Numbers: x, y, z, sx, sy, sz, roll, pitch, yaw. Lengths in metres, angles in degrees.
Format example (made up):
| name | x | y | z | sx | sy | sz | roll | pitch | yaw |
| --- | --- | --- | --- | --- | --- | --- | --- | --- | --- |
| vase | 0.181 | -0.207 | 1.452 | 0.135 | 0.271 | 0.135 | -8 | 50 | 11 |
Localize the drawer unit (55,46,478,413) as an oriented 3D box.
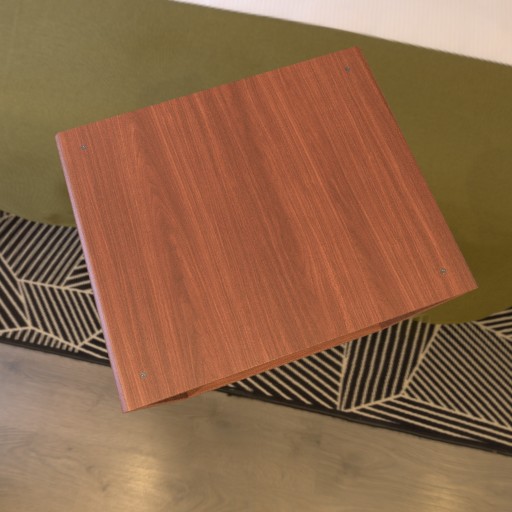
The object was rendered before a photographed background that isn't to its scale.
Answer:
| name | x | y | z | sx | sy | sz | roll | pitch | yaw |
| --- | --- | --- | --- | --- | --- | --- | --- | --- | --- |
| drawer unit | 0.000 | 0.000 | 0.607 | 0.349 | 0.351 | 0.290 | -18 | 75 | -5 |
